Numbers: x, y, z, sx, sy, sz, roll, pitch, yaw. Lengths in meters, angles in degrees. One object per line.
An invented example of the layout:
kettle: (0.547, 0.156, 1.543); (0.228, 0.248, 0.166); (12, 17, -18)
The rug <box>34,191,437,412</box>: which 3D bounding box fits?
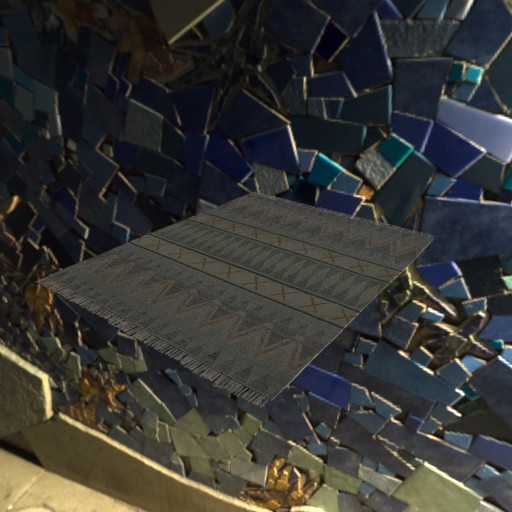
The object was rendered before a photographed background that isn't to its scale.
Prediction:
rug: (0.000, 0.000, 4.089); (2.371, 0.012, 3.000); (19, 32, 33)
